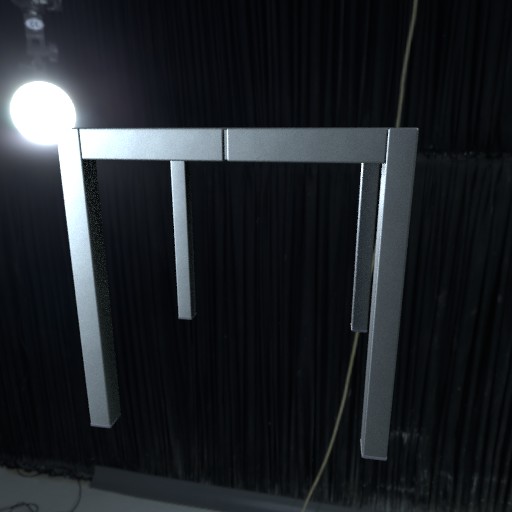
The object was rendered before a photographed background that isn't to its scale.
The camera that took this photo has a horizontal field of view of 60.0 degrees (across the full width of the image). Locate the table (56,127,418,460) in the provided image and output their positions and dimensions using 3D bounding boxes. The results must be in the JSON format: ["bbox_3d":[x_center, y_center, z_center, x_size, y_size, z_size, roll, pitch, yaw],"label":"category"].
[{"bbox_3d":[0.000,0.000,0.913,0.508,0.508,0.508,3,16,9],"label":"table"}]
